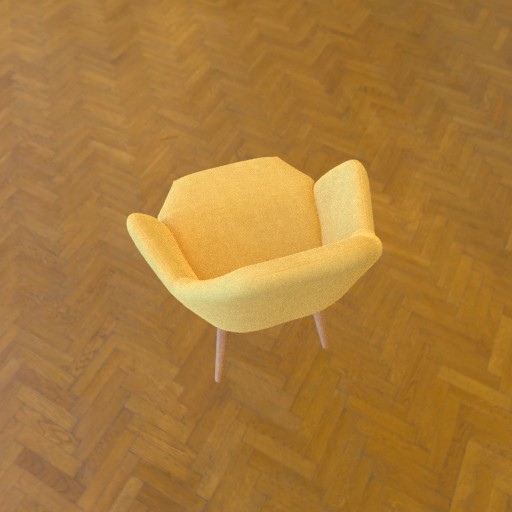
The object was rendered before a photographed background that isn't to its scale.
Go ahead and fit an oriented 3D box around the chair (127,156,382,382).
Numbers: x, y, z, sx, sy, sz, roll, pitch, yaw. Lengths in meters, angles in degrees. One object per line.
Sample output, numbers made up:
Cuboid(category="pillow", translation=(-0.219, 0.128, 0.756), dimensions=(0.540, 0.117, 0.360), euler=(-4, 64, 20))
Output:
Cuboid(category="chair", translation=(0.000, 0.000, 1.211), dimensions=(0.590, 0.840, 0.610), euler=(-15, 60, -9))
